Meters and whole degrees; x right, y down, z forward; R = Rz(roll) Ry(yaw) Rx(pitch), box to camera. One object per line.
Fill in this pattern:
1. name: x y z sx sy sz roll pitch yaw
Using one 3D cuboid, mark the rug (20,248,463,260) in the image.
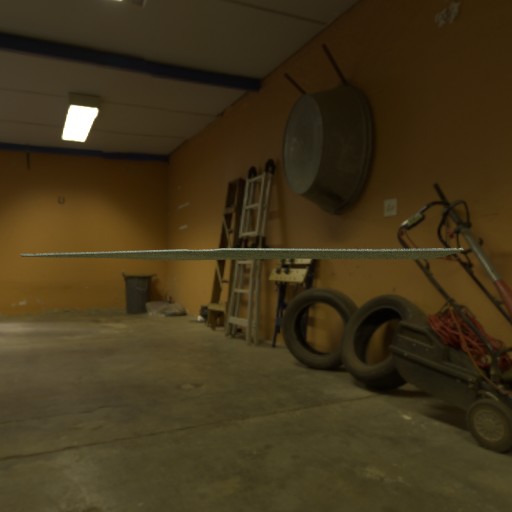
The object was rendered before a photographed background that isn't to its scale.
1. rug: 0.000 0.000 2.914 2.306 0.030 1.613 0 -2 18
